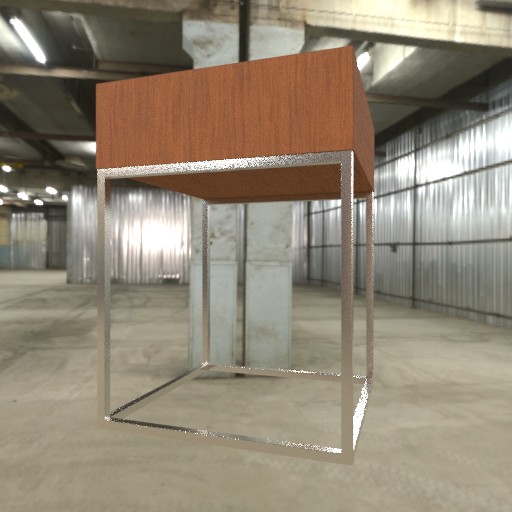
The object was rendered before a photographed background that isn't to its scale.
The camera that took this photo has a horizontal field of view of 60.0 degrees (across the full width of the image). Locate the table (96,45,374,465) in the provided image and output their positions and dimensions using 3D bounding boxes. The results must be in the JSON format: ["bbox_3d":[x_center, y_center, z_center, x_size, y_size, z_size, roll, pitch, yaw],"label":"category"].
[{"bbox_3d":[0.000,0.000,0.820,0.398,0.540,0.397,0,0,19],"label":"table"}]
